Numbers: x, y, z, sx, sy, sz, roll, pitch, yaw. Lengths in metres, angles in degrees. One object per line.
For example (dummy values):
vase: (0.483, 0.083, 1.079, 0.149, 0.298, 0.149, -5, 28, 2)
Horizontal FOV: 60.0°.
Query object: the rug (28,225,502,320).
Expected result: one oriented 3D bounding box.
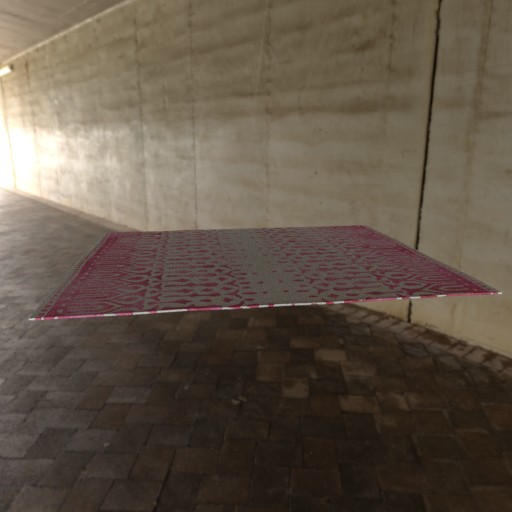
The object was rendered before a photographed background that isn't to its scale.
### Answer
rug: (0.000, 0.000, 3.979, 3.095, 0.016, 2.441, -2, 15, -8)
